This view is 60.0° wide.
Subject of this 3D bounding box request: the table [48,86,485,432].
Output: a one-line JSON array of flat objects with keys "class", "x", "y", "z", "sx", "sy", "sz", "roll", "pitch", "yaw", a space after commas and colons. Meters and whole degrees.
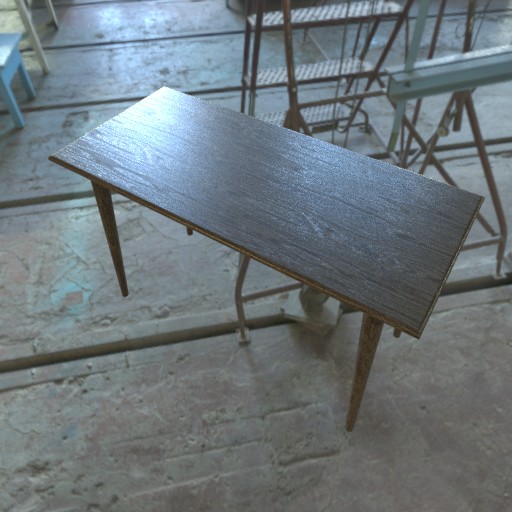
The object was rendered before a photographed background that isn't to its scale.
[{"class": "table", "x": 0.000, "y": 0.000, "z": 1.722, "sx": 1.300, "sy": 0.780, "sz": 0.599, "roll": 26, "pitch": 53, "yaw": 22}]
